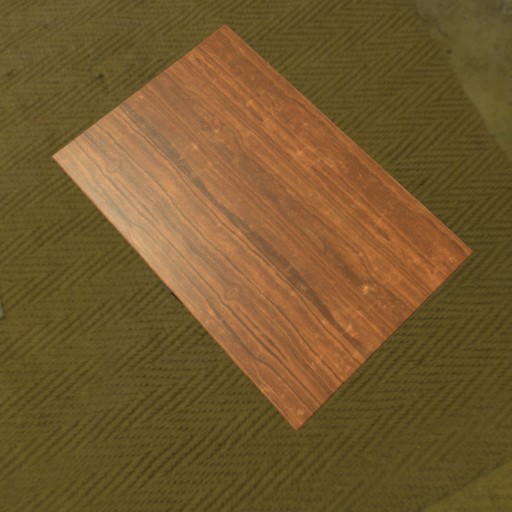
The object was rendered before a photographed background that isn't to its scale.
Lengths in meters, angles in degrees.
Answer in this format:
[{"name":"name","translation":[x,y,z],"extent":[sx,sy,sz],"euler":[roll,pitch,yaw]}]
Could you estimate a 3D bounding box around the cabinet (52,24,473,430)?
[{"name":"cabinet","translation":[0.000,0.000,1.077],"extent":[0.410,0.695,0.607],"euler":[-42,79,-10]}]
